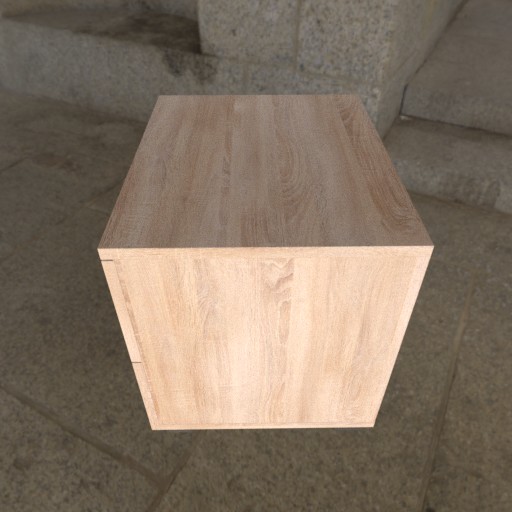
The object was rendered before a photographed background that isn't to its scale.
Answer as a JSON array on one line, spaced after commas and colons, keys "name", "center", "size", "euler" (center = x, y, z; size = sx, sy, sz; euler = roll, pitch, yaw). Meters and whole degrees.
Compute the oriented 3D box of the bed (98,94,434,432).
[{"name": "bed", "center": [0.000, 0.000, 0.812], "size": [0.401, 0.420, 0.460], "euler": [-1, 41, -1]}]
